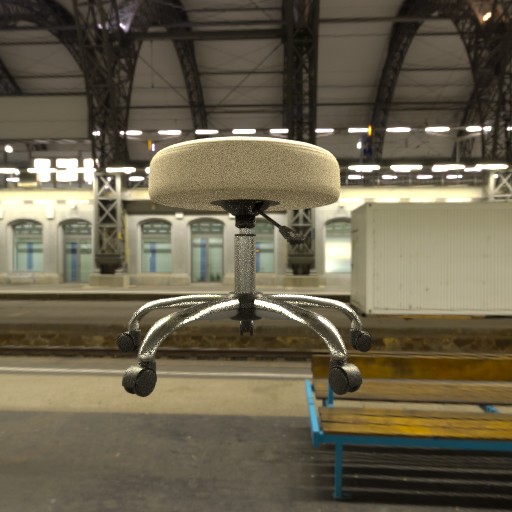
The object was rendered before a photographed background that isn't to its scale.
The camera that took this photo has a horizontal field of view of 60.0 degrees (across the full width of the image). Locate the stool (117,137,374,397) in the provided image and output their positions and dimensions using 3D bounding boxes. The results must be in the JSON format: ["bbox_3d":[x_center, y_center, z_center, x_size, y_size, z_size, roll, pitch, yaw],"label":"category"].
[{"bbox_3d":[0.000,0.000,1.033,0.614,0.482,0.634,0,0,-18],"label":"stool"}]
